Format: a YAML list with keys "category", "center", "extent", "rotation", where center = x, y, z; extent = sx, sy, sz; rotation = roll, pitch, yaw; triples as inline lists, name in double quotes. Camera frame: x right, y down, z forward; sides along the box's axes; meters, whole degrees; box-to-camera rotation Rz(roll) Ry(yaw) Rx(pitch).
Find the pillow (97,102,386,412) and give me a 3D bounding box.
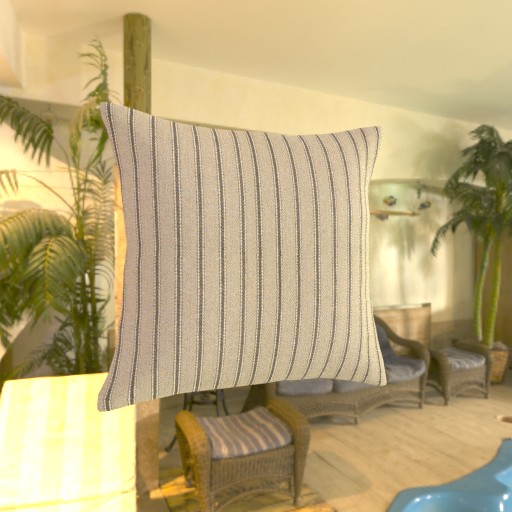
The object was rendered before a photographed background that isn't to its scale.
- category: "pillow"
  center: [0.000, 0.000, 0.691]
  extent: [0.468, 0.444, 0.138]
  rotation: [0, 0, -18]
